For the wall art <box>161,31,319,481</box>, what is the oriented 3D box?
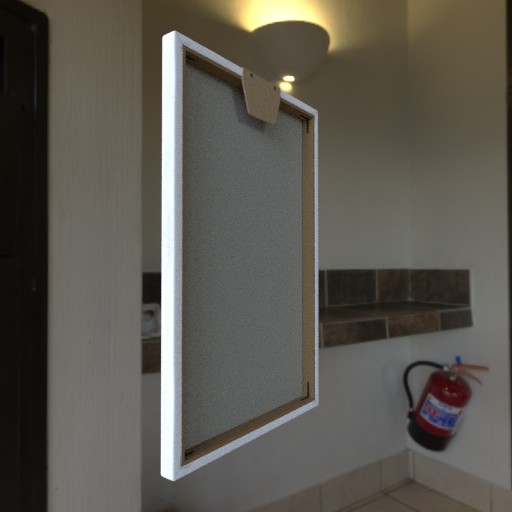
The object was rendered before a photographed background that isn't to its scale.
[{"bbox_3d":[0.000,0.000,1.149,0.048,0.916,0.602,-1,-1,37],"label":"wall art"}]
